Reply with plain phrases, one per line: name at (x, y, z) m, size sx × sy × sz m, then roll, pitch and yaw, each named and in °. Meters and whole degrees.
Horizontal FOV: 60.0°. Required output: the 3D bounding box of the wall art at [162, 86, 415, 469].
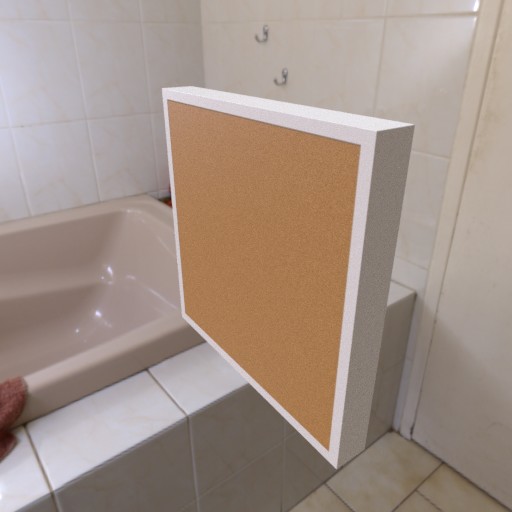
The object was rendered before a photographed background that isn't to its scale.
wall art at (0.000, 0.000, 0.459) m, size 0.038 × 0.305 × 0.305 m, roll -18°, pitch 32°, yaw -32°
